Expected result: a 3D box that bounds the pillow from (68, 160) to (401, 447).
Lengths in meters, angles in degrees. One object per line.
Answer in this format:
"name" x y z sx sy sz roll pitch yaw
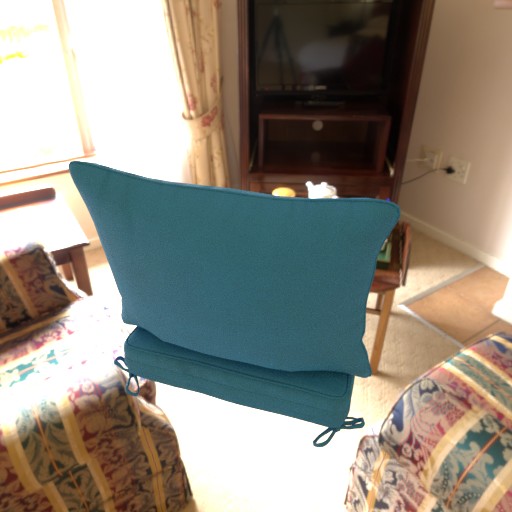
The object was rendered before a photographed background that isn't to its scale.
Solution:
"pillow" 0.000 0.000 1.365 0.798 0.725 0.733 10 33 15
